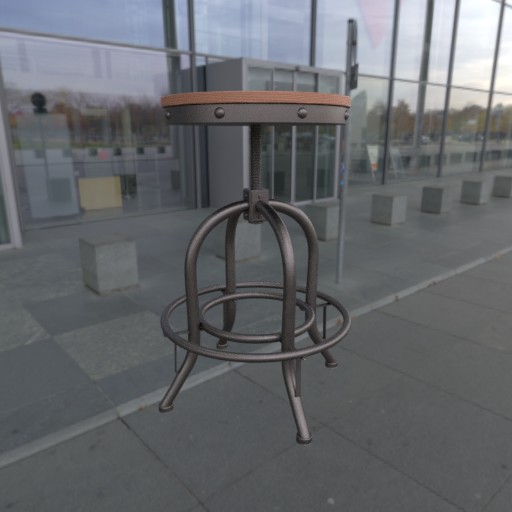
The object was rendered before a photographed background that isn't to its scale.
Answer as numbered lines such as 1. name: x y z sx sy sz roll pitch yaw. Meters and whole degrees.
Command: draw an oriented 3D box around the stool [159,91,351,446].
1. stool: 0.000 0.000 0.911 0.439 0.609 0.439 -7 17 -25
